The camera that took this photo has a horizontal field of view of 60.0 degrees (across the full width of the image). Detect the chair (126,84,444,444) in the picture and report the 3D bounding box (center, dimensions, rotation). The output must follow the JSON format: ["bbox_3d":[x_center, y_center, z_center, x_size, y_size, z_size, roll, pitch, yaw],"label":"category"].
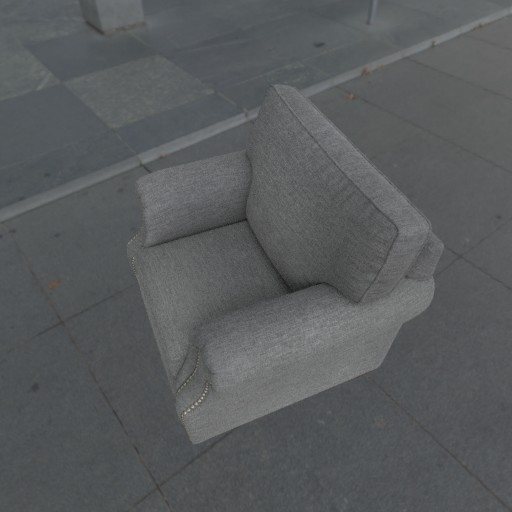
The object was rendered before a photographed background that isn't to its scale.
[{"bbox_3d":[0.000,0.000,1.813,0.965,0.961,1.092,-17,49,-16],"label":"chair"}]
